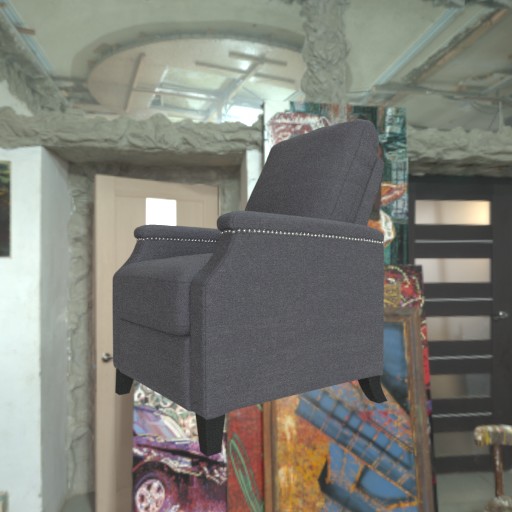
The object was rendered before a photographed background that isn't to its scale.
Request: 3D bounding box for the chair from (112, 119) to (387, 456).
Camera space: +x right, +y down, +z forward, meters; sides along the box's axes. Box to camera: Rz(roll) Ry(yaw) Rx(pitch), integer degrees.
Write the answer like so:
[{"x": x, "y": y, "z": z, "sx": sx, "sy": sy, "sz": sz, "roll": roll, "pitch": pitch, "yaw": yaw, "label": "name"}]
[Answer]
[{"x": 0.000, "y": 0.000, "z": 1.673, "sx": 0.922, "sy": 1.049, "sz": 0.710, "roll": 0, "pitch": 0, "yaw": -37, "label": "chair"}]
